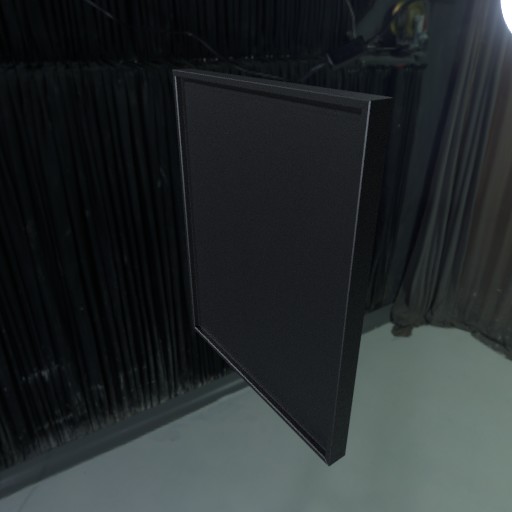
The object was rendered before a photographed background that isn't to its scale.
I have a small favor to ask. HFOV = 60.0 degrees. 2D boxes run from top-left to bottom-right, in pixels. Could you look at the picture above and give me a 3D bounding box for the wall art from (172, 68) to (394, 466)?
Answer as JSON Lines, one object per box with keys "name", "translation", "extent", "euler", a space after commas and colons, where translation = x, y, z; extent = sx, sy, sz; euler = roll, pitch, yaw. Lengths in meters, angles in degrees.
{"name": "wall art", "translation": [0.000, 0.000, 0.749], "extent": [0.039, 0.555, 0.449], "euler": [-18, 32, -31]}
